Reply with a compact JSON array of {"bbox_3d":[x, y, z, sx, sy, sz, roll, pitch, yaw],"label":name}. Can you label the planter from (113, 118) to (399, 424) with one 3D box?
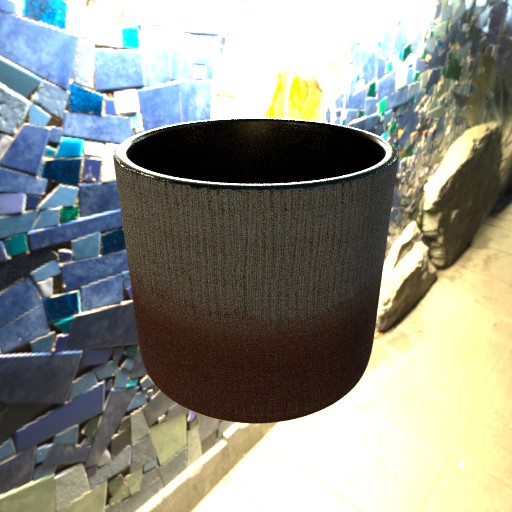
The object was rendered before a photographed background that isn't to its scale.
[{"bbox_3d":[0.000,0.000,0.394,0.221,0.201,0.221,0,28,0],"label":"planter"}]
